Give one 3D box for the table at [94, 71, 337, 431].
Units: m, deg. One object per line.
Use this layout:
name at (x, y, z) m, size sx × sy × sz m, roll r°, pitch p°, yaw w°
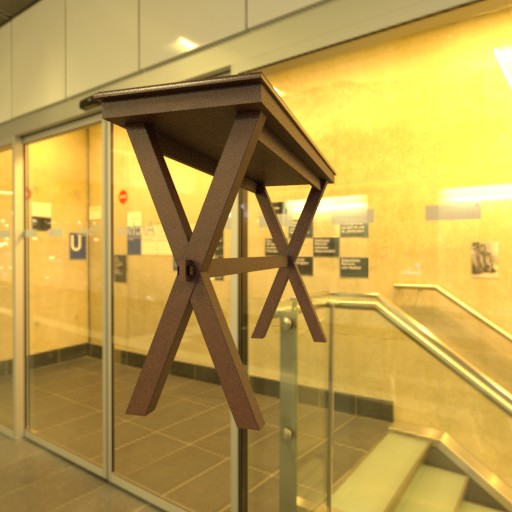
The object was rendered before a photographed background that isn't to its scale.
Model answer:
table at (0.000, 0.000, 1.524) m, size 0.399 × 0.763 × 1.197 m, roll 0°, pitch 1°, yaw 17°
